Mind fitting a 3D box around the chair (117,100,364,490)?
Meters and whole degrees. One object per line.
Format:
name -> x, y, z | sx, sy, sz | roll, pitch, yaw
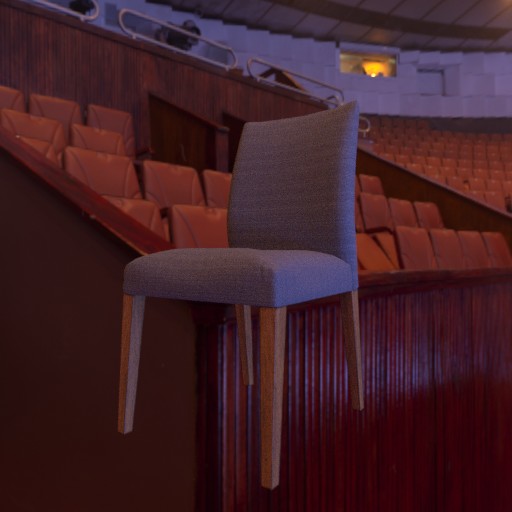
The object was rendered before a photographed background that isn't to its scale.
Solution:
chair -> 0.000, 0.000, 1.275 | 0.496, 0.940, 0.585 | 1, 1, 35
